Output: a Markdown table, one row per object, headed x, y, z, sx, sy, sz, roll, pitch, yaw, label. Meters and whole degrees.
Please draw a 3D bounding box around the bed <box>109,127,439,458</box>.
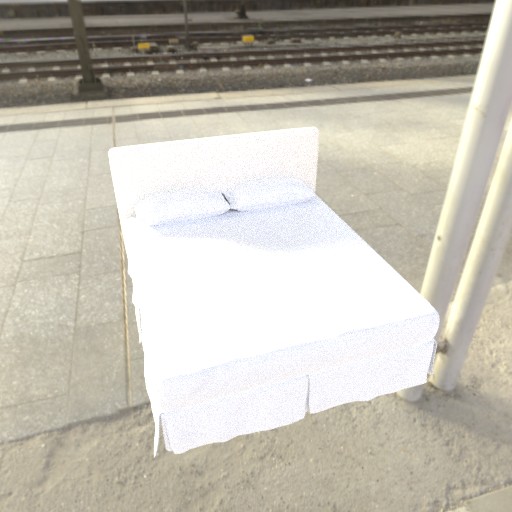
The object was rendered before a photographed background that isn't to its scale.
| x | y | z | sx | sy | sz | roll | pitch | yaw | label |
| --- | --- | --- | --- | --- | --- | --- | --- | --- | --- |
| 0.000 | 0.000 | 3.656 | 2.119 | 1.317 | 2.341 | -10 | 34 | -15 | bed |
